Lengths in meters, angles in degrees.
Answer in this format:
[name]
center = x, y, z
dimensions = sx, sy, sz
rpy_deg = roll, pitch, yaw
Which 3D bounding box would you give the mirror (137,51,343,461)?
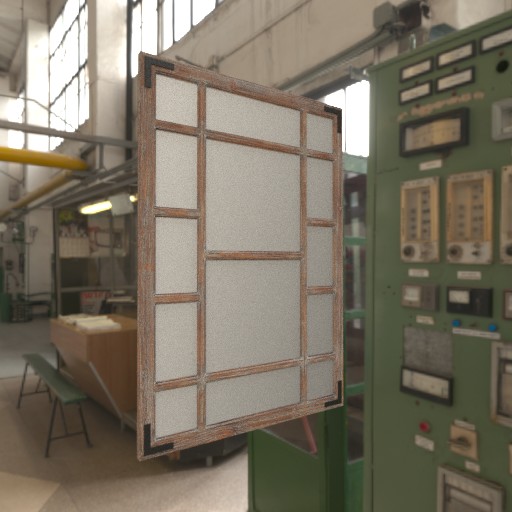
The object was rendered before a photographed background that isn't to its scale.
[mirror]
center = 0.000, 0.000, 1.286
dimensions = 0.705, 0.996, 0.025
rpy_deg = 0, -1, -36
